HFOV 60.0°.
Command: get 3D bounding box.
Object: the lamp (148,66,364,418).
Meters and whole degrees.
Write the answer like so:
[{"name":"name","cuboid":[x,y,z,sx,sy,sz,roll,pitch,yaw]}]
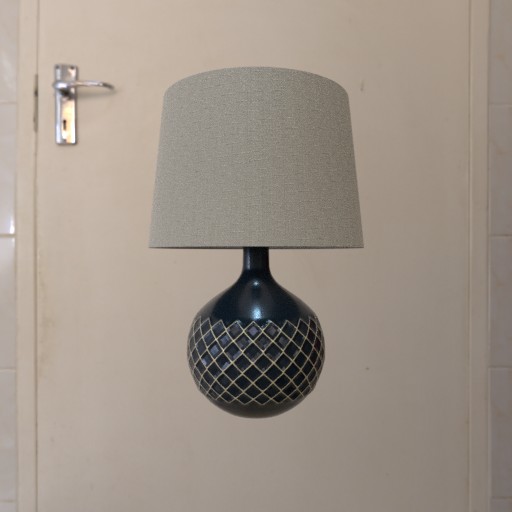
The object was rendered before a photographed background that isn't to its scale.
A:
[{"name":"lamp","cuboid":[0.000,0.000,0.793,0.376,0.540,0.376,0,0,0]}]
